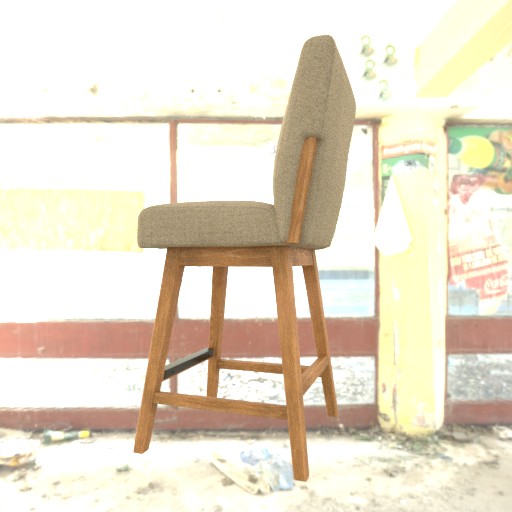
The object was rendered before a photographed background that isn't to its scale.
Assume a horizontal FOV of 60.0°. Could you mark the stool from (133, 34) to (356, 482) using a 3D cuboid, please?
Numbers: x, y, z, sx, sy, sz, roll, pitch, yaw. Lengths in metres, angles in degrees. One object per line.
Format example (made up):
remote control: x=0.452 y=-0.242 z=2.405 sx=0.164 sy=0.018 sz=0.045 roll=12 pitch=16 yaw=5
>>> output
stool: x=0.000 y=0.000 z=1.270 sx=0.526 sy=1.010 sz=0.459 roll=0 pitch=-1 yaw=19
